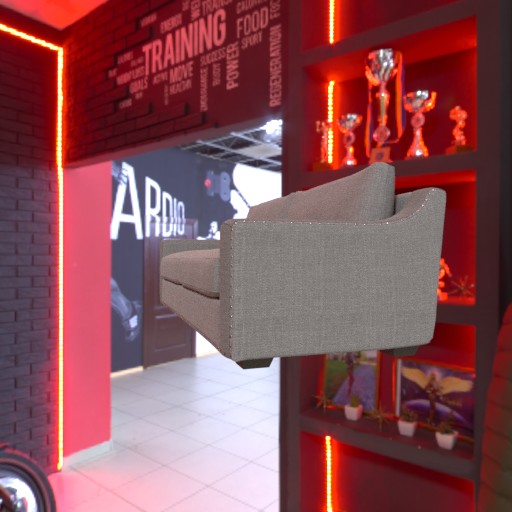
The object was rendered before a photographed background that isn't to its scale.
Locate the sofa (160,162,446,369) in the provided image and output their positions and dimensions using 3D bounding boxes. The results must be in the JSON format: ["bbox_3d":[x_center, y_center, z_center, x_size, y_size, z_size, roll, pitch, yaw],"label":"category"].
[{"bbox_3d":[0.000,0.000,2.788,1.000,0.857,2.208,0,0,-19],"label":"sofa"}]
